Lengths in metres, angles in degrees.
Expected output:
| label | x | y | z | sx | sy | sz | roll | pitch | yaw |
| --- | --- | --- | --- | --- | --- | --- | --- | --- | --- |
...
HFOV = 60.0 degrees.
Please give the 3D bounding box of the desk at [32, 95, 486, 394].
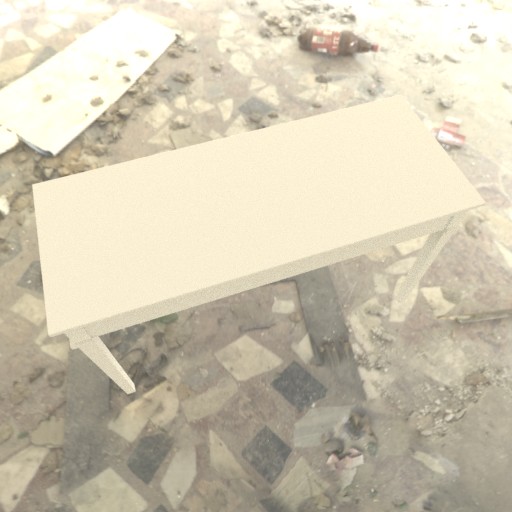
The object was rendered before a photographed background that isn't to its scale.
| label | x | y | z | sx | sy | sz | roll | pitch | yaw |
| --- | --- | --- | --- | --- | --- | --- | --- | --- | --- |
| desk | 0.000 | 0.000 | 1.773 | 1.372 | 0.774 | 0.559 | -16 | 60 | -10 |
